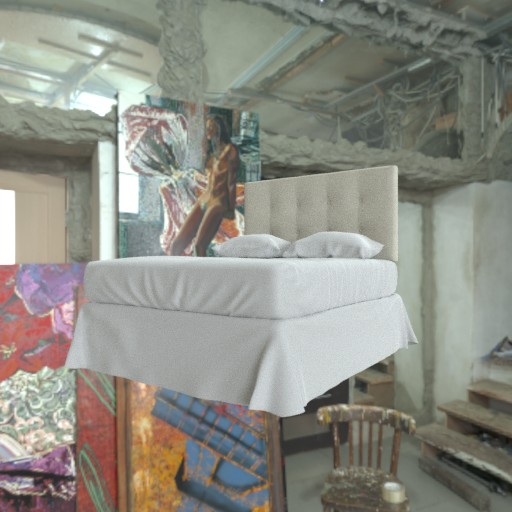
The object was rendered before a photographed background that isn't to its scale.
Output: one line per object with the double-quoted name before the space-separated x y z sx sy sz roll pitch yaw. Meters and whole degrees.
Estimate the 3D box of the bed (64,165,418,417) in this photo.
"bed" 0.000 0.000 3.494 1.936 1.577 2.222 0 0 35
